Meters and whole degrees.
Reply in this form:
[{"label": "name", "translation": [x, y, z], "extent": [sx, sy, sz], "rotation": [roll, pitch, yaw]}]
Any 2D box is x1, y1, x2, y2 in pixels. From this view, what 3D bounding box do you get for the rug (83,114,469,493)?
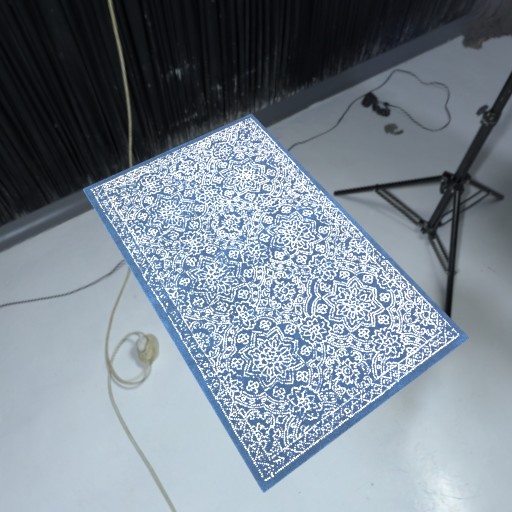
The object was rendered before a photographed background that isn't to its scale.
[{"label": "rug", "translation": [0.000, 0.000, 3.038], "extent": [1.526, 0.015, 2.441], "rotation": [-29, 62, -17]}]
